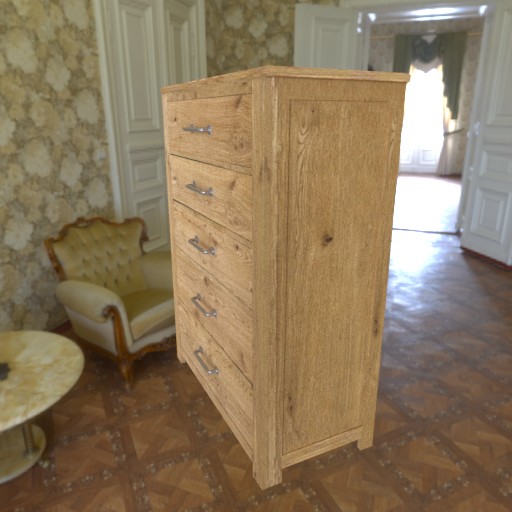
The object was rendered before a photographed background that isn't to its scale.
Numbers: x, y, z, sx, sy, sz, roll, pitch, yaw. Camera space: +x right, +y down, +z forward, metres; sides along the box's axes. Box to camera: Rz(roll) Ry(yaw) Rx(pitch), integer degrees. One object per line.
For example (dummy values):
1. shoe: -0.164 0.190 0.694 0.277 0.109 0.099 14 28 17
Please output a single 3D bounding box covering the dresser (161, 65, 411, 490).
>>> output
1. dresser: 0.000 0.000 1.952 0.558 1.431 1.081 -8 19 -25
